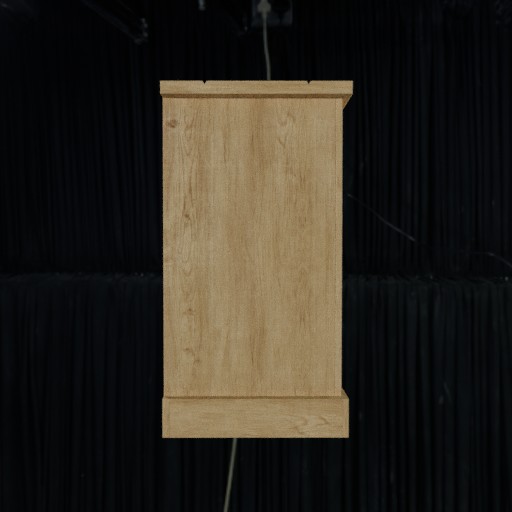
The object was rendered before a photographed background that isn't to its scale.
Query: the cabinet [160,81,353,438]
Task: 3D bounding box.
[{"bbox_3d":[0.000,0.000,1.661,0.432,0.810,1.321,0,1,0],"label":"cabinet"}]
